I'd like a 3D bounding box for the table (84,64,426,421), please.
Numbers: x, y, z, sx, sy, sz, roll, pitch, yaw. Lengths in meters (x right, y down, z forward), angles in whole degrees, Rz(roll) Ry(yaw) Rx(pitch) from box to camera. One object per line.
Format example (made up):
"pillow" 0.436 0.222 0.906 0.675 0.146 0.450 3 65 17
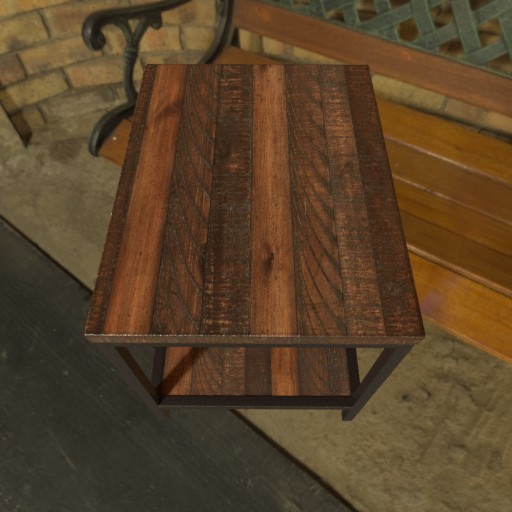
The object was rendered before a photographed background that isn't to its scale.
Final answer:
"table" 0.000 0.000 1.117 0.524 0.612 0.678 0 58 0
